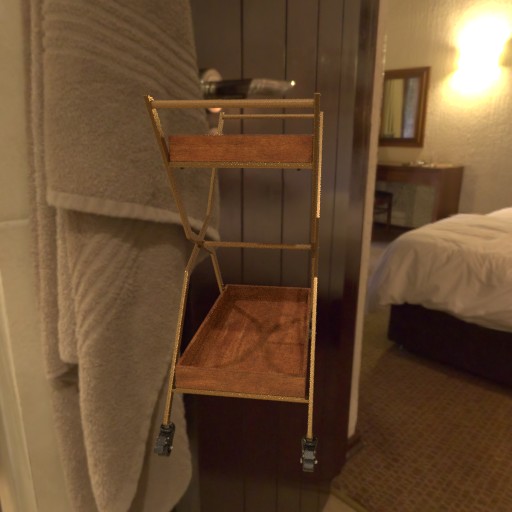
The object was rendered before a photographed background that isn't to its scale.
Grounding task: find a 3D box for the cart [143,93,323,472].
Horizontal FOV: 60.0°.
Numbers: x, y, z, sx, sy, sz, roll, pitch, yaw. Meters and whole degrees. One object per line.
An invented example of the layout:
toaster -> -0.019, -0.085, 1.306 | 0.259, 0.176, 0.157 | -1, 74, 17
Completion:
cart -> 0.000, 0.000, 1.349 | 0.405, 0.869, 0.836 | 2, 16, 8
